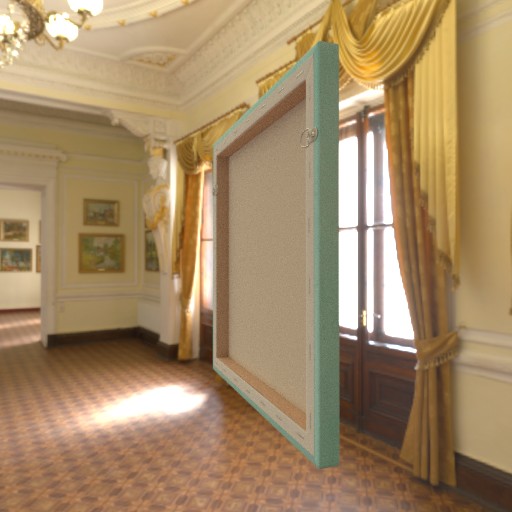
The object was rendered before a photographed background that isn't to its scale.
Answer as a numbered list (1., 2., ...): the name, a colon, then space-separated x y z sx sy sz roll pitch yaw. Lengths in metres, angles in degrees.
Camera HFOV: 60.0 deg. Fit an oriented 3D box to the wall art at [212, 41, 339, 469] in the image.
1. wall art: 0.000 0.000 1.615 0.070 1.073 1.071 0 0 -20
